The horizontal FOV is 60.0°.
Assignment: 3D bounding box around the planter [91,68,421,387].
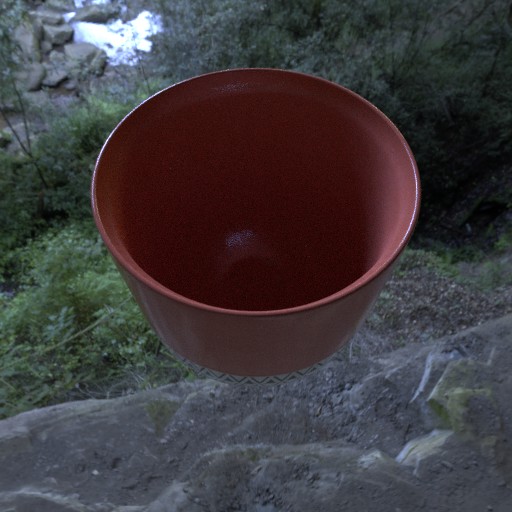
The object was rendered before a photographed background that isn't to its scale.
[{"bbox_3d":[0.000,0.000,0.475,0.266,0.270,0.266,0,58,0],"label":"planter"}]
